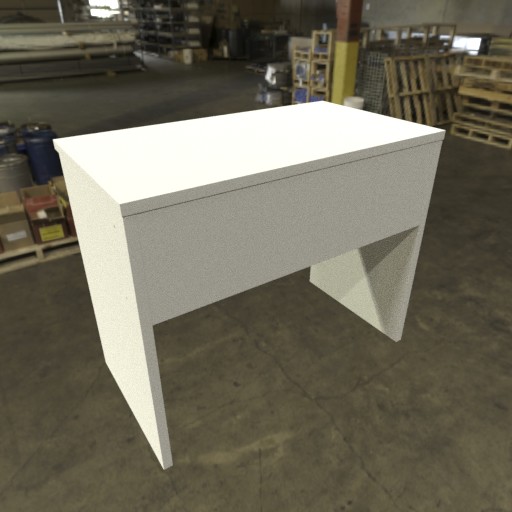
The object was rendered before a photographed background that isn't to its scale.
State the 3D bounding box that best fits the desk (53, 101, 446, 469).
[{"bbox_3d":[0.000,0.000,1.338,0.900,0.729,0.498,-19,35,-29],"label":"desk"}]
